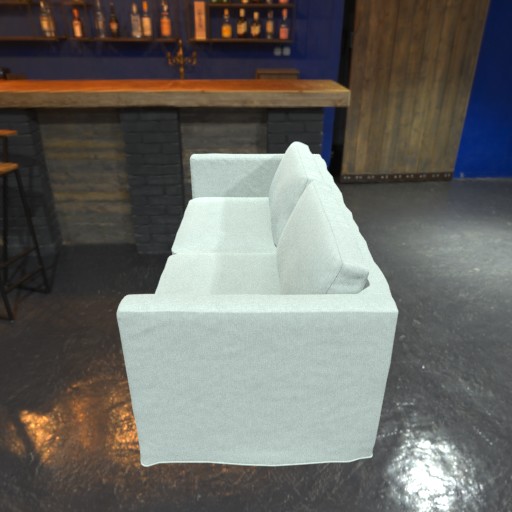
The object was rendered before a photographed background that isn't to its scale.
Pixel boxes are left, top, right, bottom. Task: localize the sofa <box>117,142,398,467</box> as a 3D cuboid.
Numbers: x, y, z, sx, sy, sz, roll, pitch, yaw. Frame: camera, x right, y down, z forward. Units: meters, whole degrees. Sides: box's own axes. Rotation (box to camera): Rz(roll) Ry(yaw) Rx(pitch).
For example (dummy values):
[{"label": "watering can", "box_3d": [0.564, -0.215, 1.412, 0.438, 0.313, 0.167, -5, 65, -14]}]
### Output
[{"label": "sofa", "box_3d": [0.000, 0.000, 2.418, 0.940, 0.870, 1.987, 0, 28, 0]}]
